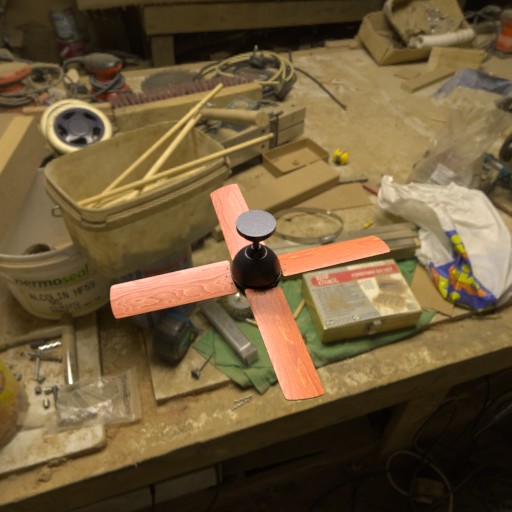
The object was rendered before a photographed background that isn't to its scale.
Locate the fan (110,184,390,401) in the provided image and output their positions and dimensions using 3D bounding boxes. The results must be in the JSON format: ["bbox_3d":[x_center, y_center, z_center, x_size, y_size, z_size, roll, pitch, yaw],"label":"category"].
[{"bbox_3d":[0.000,0.000,2.009,1.332,0.403,1.332,-12,47,-11],"label":"fan"}]
